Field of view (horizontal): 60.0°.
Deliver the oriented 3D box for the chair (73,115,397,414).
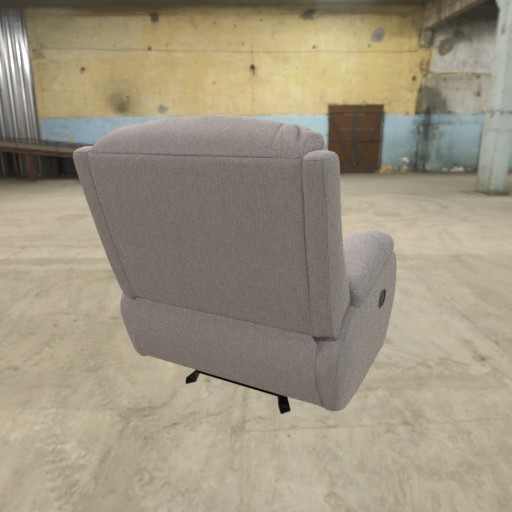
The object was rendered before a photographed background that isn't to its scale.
[{"bbox_3d":[0.000,0.000,1.700,0.930,1.011,0.899,8,17,27],"label":"chair"}]
